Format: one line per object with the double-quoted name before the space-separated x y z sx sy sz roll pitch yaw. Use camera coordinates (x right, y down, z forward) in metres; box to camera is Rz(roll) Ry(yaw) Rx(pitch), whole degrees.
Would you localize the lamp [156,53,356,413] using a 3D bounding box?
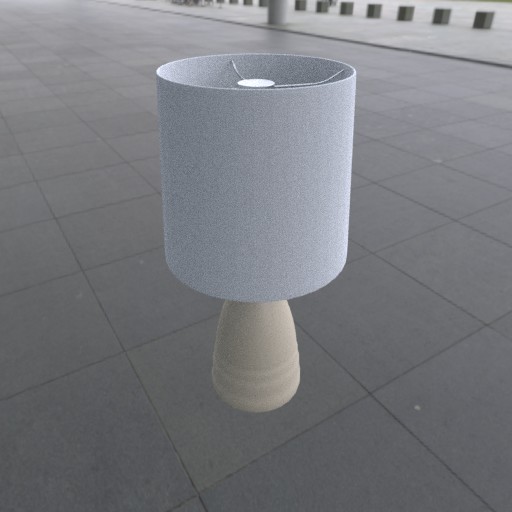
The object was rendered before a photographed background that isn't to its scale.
"lamp" 0.000 0.000 0.467 0.186 0.369 0.186 0 32 0
